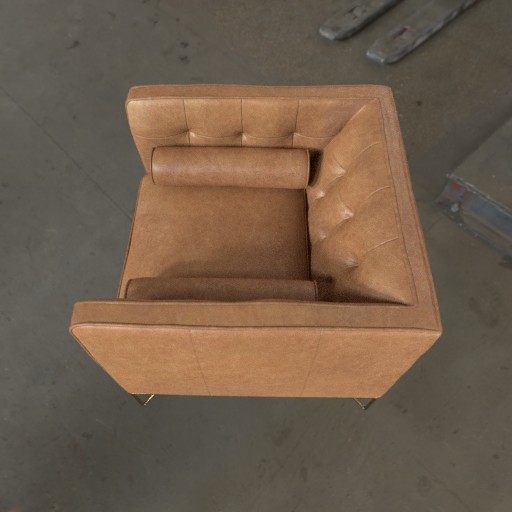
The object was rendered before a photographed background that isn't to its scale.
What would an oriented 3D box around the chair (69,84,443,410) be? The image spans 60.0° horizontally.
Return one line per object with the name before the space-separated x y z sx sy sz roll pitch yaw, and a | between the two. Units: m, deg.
chair | 0.000 0.000 1.600 0.912 0.797 0.920 1 59 1
